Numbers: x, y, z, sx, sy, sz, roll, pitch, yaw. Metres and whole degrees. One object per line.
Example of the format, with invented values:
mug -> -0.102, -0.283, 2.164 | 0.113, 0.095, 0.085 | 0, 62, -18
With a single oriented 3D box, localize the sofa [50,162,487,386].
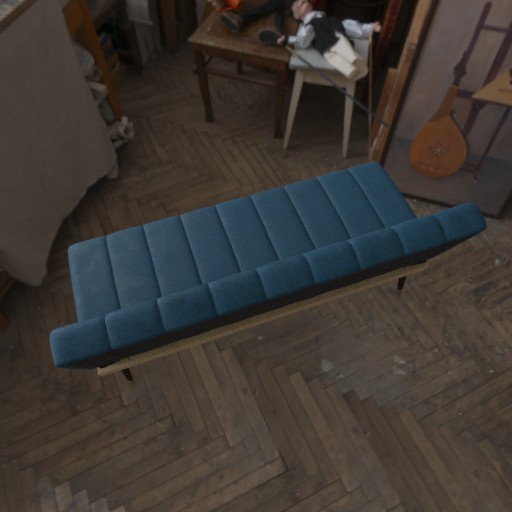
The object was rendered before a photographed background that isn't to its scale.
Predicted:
sofa -> 0.000, 0.000, 2.238 | 1.810, 0.825, 0.830 | -17, 60, -10
